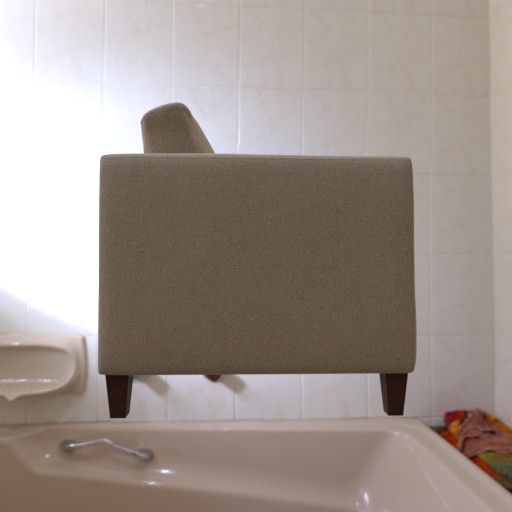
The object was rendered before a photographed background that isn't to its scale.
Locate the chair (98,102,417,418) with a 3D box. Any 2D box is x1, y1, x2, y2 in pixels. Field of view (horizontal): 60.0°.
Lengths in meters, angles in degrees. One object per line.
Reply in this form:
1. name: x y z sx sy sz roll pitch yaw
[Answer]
1. chair: 0.000 0.000 1.799 0.959 0.961 1.107 0 -1 -2
